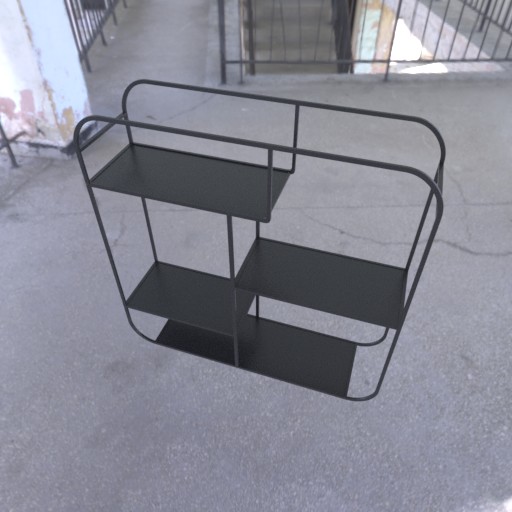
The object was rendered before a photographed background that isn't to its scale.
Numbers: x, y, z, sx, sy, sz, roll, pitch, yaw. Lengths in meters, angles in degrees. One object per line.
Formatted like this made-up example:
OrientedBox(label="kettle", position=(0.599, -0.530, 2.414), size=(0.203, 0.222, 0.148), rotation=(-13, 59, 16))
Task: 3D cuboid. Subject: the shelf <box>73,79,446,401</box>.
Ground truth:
OrientedBox(label="shelf", position=(0.000, 0.000, 0.902), size=(0.600, 0.600, 0.160), rotation=(13, 44, 13))
